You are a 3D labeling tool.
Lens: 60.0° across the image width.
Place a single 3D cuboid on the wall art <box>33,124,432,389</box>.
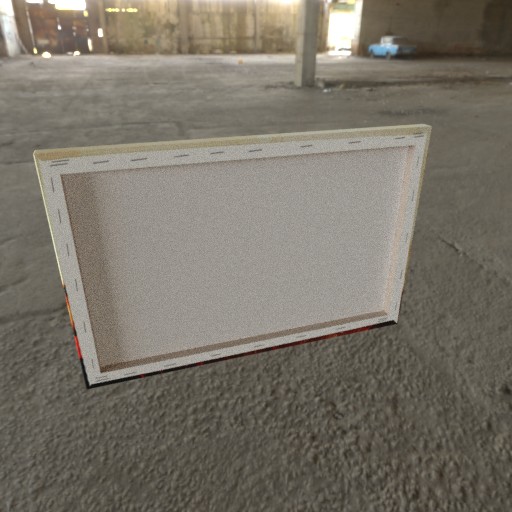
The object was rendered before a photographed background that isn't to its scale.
[{"bbox_3d":[0.000,0.000,1.133,0.918,0.602,0.038,-8,28,-16],"label":"wall art"}]
